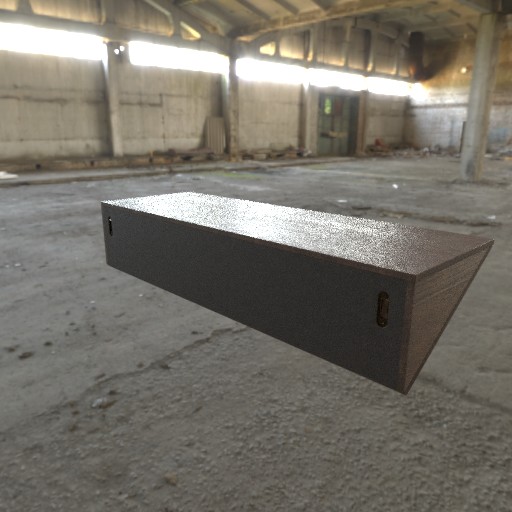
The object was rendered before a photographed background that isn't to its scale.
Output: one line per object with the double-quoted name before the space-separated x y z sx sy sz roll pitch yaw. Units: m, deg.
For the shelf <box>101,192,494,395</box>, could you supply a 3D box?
"shelf" 0.000 0.000 0.688 0.200 0.125 0.610 -15 21 -42
